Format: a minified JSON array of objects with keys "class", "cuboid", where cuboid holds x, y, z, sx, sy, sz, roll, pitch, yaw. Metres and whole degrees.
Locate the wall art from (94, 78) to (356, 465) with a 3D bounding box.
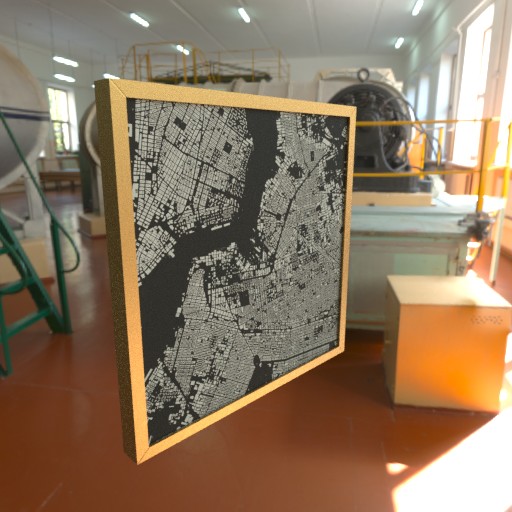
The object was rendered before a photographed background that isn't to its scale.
[{"class":"wall art","cuboid":[0.000,0.000,1.891,0.095,1.284,1.284,13,19,43]}]
